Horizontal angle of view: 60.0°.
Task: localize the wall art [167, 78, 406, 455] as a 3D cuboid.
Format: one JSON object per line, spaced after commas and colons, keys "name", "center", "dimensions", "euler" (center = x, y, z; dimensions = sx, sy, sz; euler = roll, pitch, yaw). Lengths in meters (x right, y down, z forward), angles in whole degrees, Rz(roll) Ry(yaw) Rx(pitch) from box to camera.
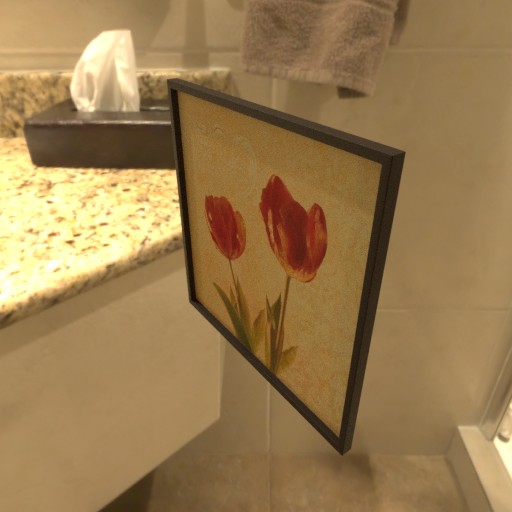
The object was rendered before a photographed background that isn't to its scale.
{"name": "wall art", "center": [0.000, 0.000, 1.221], "dimensions": [0.043, 0.807, 0.805], "euler": [-21, 38, -30]}
